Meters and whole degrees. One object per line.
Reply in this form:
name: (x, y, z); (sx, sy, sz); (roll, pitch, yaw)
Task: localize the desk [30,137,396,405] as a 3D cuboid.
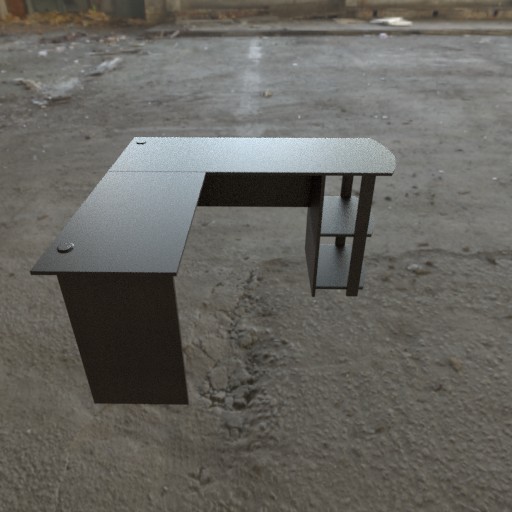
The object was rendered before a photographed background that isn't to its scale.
desk: (0.000, 0.000, 2.084); (1.361, 0.716, 1.303); (0, 33, 1)
